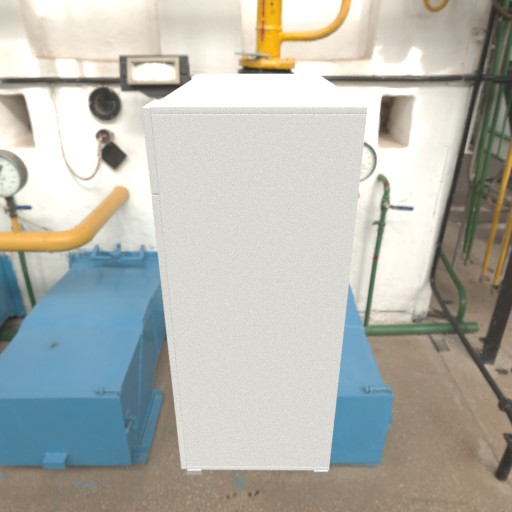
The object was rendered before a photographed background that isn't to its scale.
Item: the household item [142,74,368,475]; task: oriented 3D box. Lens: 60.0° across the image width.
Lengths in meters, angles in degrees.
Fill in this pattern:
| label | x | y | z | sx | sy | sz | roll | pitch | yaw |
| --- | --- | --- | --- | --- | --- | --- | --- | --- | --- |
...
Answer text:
| label | x | y | z | sx | sy | sz | roll | pitch | yaw |
| --- | --- | --- | --- | --- | --- | --- | --- | --- | --- |
| household item | 0.000 | 0.000 | 1.399 | 0.420 | 1.010 | 0.790 | 0 | 26 | 0 |
